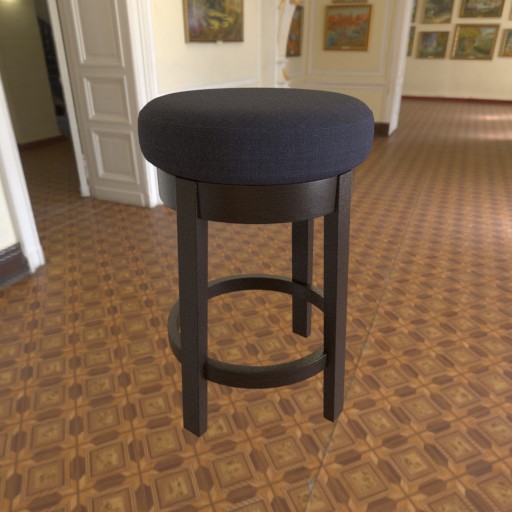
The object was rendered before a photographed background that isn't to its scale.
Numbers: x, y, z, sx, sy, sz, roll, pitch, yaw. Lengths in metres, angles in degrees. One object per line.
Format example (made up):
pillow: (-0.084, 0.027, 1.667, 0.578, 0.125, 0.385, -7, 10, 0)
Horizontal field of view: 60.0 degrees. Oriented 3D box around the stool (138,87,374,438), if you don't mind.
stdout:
stool: (0.000, 0.000, 0.944, 0.449, 0.655, 0.449, 0, 26, 0)
